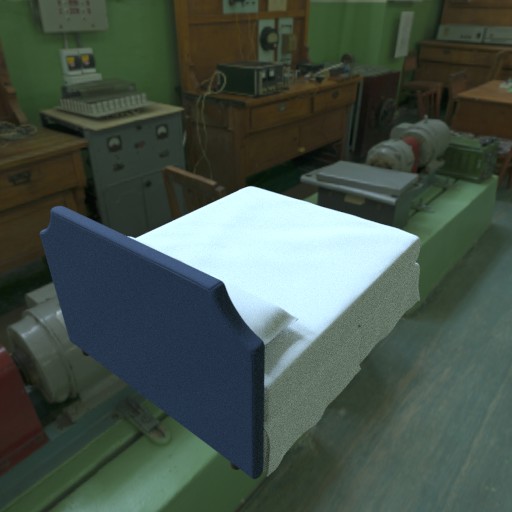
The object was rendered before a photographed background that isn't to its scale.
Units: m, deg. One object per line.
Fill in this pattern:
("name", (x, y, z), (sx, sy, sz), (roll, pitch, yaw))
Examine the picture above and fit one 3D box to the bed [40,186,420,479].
("bed", (0.000, 0.000, 4.079), (2.350, 1.488, 2.773), (22, 37, 32))
